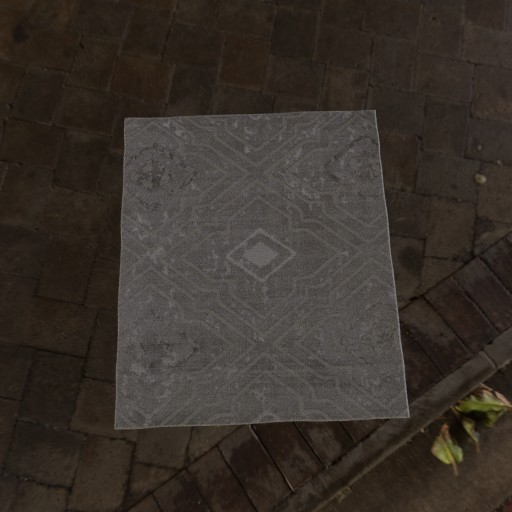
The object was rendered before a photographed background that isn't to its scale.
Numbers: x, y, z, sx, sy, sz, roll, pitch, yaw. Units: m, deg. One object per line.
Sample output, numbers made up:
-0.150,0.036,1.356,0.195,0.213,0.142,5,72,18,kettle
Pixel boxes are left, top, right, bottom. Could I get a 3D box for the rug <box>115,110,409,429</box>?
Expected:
0.000,0.000,0.893,0.548,0.006,0.639,-2,77,0,rug
